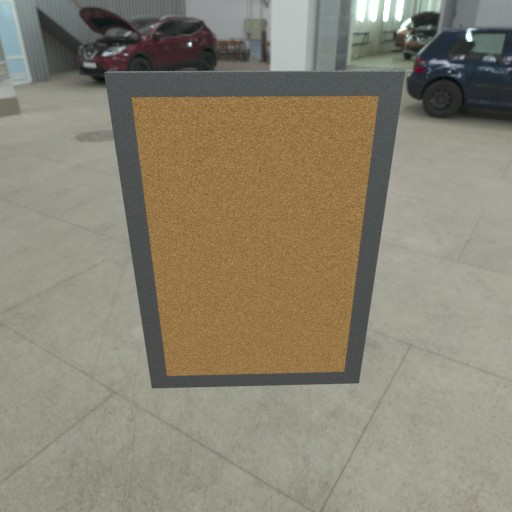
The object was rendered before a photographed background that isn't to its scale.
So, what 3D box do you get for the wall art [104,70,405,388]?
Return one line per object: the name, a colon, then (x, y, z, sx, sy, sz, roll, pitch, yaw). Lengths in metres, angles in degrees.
wall art: (0.000, 0.000, 0.690, 0.380, 0.534, 0.013, -1, 28, -2)
